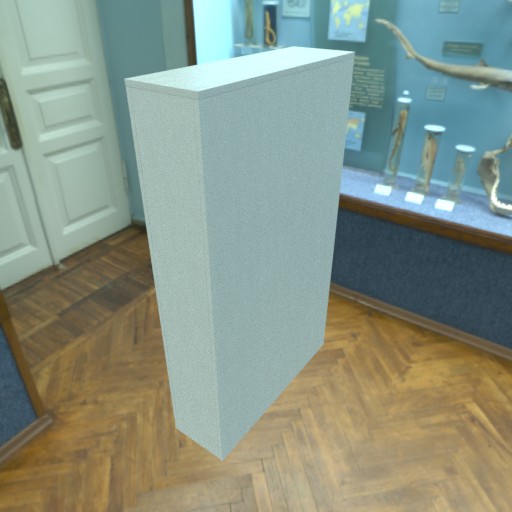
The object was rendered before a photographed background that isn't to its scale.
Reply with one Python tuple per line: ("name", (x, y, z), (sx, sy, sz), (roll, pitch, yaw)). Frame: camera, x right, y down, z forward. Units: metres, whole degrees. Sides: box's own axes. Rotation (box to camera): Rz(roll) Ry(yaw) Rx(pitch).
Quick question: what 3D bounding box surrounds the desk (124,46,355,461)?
("desk", (0.000, 0.000, 1.586), (0.250, 1.280, 0.750), (21, 38, 30))
